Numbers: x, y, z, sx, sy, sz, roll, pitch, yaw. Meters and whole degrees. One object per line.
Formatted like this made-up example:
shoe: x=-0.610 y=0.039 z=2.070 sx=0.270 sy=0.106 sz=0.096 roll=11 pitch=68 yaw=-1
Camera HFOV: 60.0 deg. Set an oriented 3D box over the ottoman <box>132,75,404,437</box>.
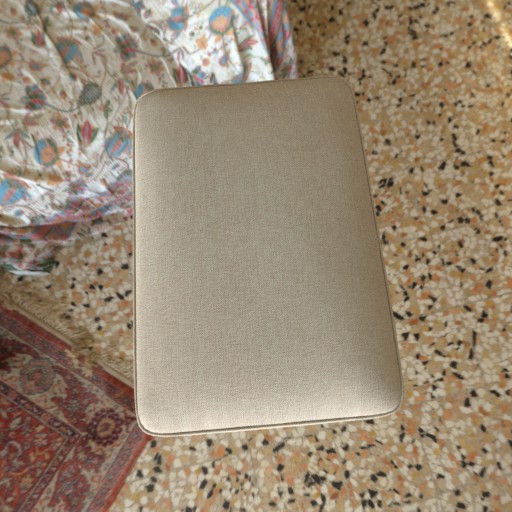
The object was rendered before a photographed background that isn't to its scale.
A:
ottoman: x=0.000 y=0.000 z=1.149 sx=0.559 sy=0.458 sz=0.813 roll=-5 pitch=75 yaw=-1
